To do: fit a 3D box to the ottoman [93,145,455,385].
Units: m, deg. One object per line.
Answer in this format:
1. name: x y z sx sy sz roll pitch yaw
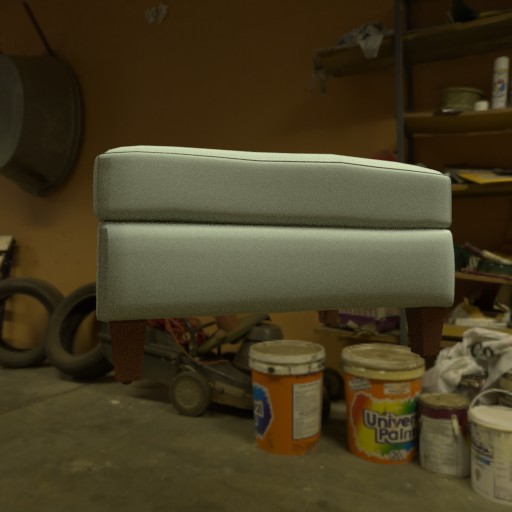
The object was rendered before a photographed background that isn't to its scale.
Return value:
1. ottoman: 0.000 0.000 1.213 0.818 0.496 0.634 0 0 -18
